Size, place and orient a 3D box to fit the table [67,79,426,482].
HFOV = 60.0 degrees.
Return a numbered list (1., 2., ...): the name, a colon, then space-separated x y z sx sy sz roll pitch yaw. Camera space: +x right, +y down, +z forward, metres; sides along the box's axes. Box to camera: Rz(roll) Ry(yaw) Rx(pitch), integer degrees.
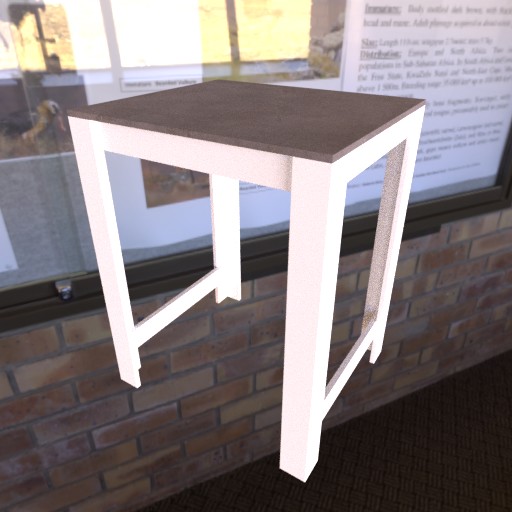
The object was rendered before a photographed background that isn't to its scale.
1. table: 0.000 0.000 1.548 0.800 1.020 0.700 17 34 28
